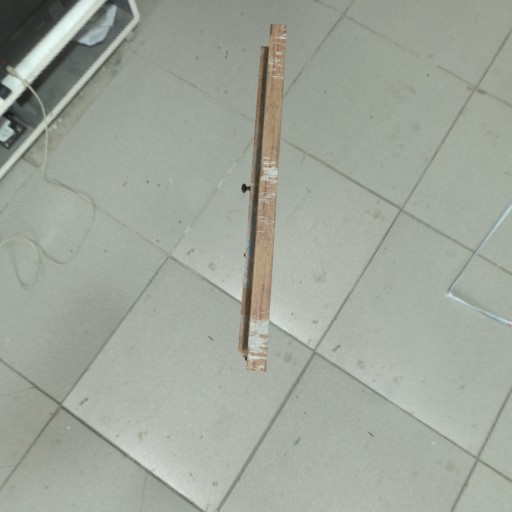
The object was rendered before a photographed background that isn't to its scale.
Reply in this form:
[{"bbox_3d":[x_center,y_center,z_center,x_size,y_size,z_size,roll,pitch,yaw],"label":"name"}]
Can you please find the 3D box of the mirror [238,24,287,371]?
[{"bbox_3d":[0.000,0.000,1.437,0.083,1.213,0.707,4,76,1],"label":"mirror"}]
